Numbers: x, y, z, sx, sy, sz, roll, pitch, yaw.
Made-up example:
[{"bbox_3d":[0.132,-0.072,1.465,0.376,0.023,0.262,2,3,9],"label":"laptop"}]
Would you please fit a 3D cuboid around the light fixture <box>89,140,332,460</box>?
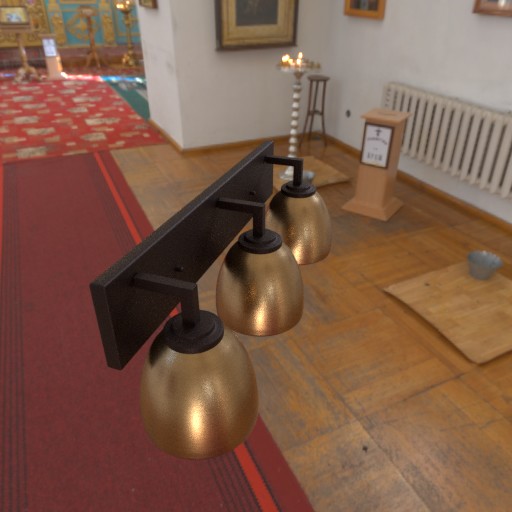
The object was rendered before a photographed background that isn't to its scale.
[{"bbox_3d":[0.000,0.000,0.684,0.157,0.204,0.582,10,32,17],"label":"light fixture"}]
